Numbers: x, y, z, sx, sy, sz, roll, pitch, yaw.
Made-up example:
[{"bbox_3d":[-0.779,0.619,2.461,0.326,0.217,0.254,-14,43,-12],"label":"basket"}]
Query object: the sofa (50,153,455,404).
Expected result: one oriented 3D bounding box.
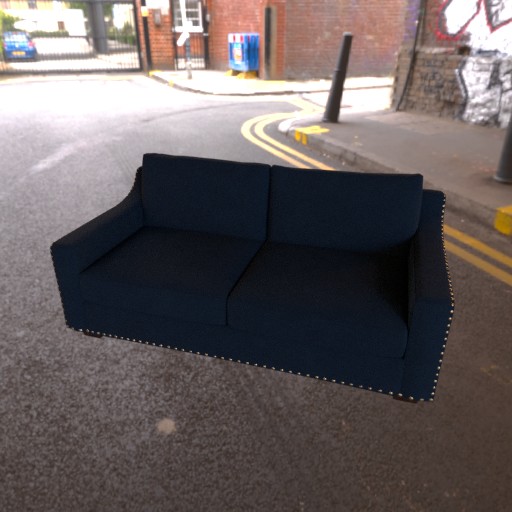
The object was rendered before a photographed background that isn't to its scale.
[{"bbox_3d":[0.000,0.000,2.679,2.107,0.983,1.104,8,27,15],"label":"sofa"}]
